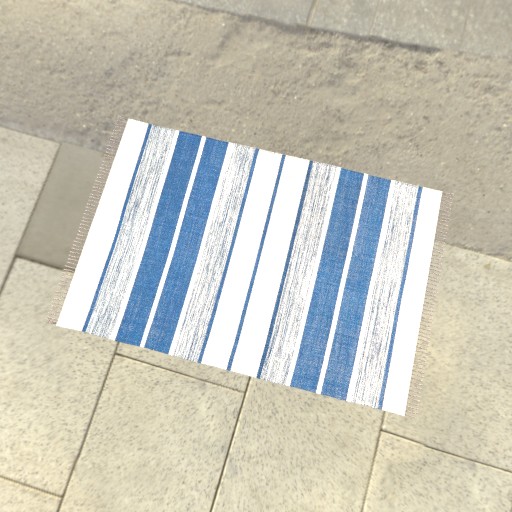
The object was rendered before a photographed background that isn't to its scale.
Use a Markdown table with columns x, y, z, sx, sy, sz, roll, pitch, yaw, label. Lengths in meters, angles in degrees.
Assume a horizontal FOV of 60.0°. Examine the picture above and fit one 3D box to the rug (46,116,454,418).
| x | y | z | sx | sy | sz | roll | pitch | yaw | label |
| --- | --- | --- | --- | --- | --- | --- | --- | --- | --- |
| 0.000 | 0.000 | 2.975 | 2.441 | 0.010 | 1.532 | 14 | 78 | 3 | rug |
